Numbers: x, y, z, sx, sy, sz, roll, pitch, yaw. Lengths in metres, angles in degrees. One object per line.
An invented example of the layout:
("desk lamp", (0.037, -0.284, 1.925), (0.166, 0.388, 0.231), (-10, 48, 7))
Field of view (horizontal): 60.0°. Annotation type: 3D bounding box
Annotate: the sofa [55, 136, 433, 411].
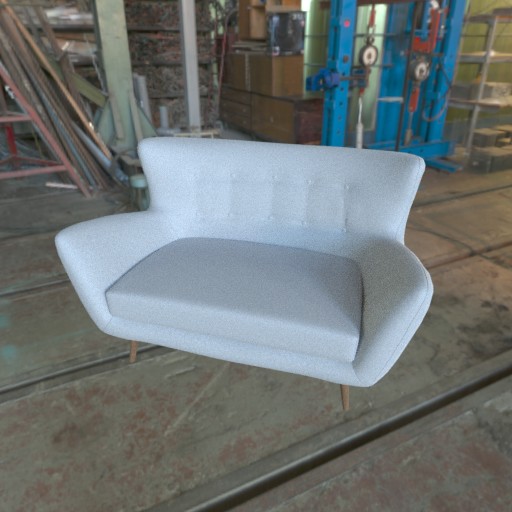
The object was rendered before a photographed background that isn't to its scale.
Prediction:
("sofa", (0.000, 0.000, 1.992), (1.424, 0.878, 0.921), (8, 28, 16))
